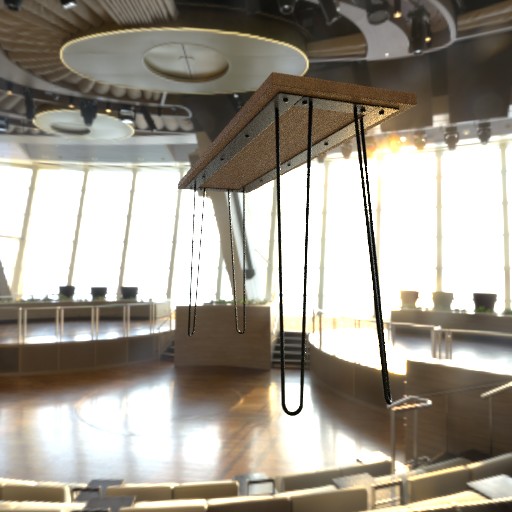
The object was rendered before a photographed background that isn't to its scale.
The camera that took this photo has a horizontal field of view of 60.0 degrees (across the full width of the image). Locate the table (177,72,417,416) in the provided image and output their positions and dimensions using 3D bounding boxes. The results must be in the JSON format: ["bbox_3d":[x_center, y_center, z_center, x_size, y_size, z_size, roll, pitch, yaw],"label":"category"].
[{"bbox_3d":[0.000,0.000,1.726,0.399,0.799,1.400,1,-2,-19],"label":"table"}]
